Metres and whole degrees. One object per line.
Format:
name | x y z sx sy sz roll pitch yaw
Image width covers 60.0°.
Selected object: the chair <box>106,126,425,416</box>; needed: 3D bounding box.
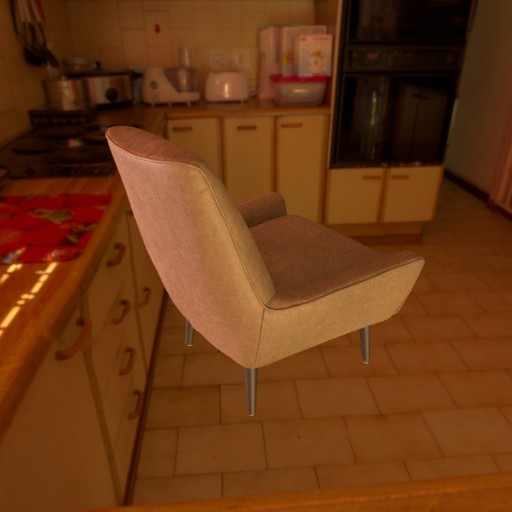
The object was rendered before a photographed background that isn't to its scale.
chair | 0.000 0.000 1.518 0.824 0.888 0.787 -18 32 -31
